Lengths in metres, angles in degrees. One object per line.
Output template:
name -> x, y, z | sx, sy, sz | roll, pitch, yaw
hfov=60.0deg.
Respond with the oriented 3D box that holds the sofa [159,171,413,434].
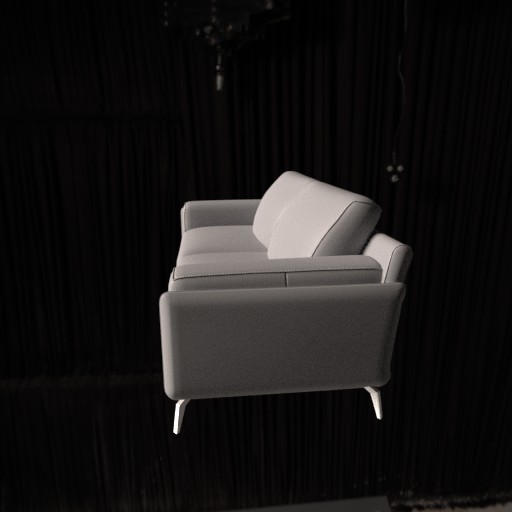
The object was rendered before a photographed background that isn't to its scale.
sofa -> 0.000, 0.000, 2.667 | 0.969, 0.900, 2.100 | -2, 15, -7
